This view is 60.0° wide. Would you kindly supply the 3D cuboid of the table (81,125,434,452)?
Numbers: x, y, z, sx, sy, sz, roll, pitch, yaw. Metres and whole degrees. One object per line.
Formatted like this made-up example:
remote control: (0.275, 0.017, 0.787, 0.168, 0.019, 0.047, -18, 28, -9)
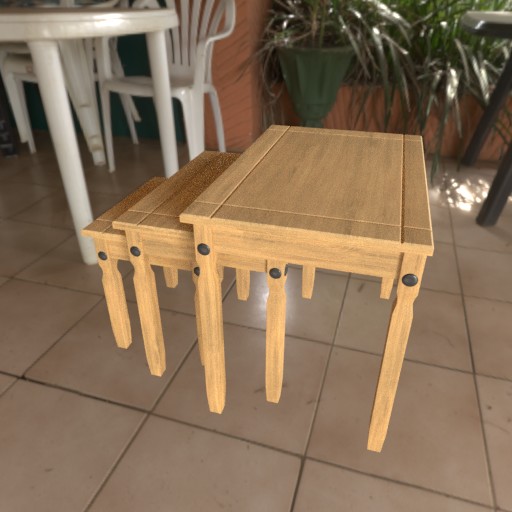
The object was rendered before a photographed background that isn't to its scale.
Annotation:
table: (0.000, 0.000, 1.195, 0.773, 0.535, 0.660, 8, 32, 14)
